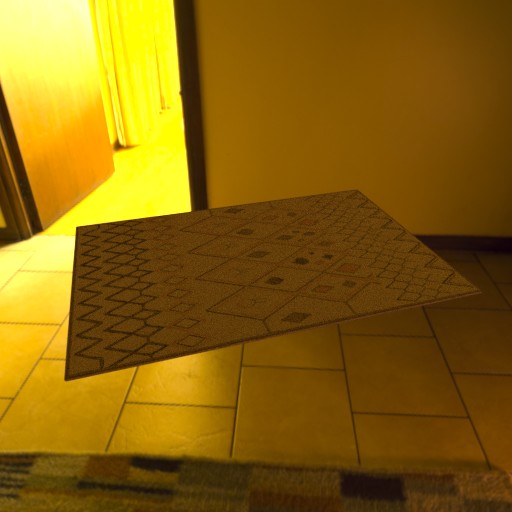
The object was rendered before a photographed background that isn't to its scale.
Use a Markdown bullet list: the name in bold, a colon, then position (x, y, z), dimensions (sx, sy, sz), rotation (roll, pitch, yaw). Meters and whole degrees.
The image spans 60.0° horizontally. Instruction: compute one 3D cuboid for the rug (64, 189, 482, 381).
- **rug**: position (0.000, 0.000, 2.326), dimensions (1.829, 0.016, 1.219), rotation (-9, 33, -14)
